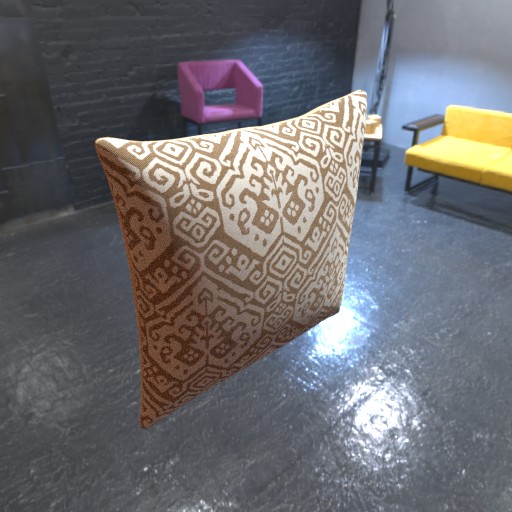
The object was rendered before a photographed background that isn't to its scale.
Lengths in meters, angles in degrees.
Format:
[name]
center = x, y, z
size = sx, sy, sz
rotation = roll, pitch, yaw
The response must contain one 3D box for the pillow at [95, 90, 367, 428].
[pillow]
center = 0.000, 0.000, 0.635
size = 0.419, 0.407, 0.173
rotation = -23, 37, -34
